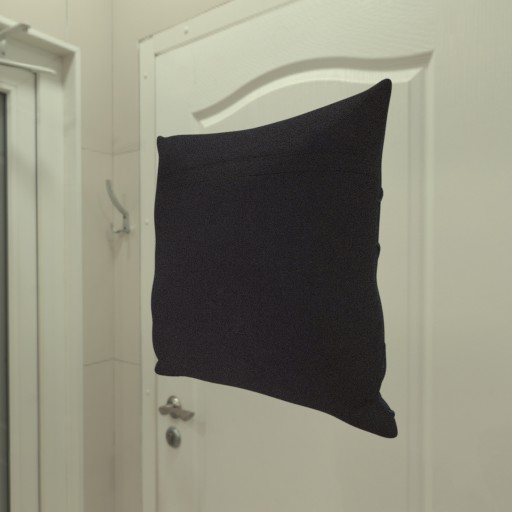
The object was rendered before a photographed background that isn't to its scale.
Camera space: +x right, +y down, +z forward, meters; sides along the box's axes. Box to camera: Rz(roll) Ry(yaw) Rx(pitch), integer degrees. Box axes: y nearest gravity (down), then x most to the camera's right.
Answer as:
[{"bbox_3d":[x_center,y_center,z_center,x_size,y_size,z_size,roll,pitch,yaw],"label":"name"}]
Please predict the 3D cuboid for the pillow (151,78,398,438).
[{"bbox_3d":[0.000,0.000,0.671,0.439,0.440,0.183,1,1,37],"label":"pillow"}]
